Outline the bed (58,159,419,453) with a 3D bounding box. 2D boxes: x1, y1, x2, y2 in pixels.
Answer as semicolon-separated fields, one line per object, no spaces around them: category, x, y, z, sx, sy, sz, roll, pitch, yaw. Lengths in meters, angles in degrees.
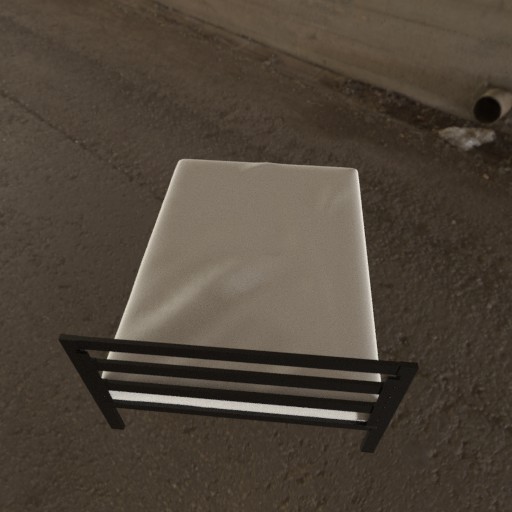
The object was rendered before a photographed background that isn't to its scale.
bed;0.000;0.000;2.905;1.524;0.967;2.062;4;47;4
